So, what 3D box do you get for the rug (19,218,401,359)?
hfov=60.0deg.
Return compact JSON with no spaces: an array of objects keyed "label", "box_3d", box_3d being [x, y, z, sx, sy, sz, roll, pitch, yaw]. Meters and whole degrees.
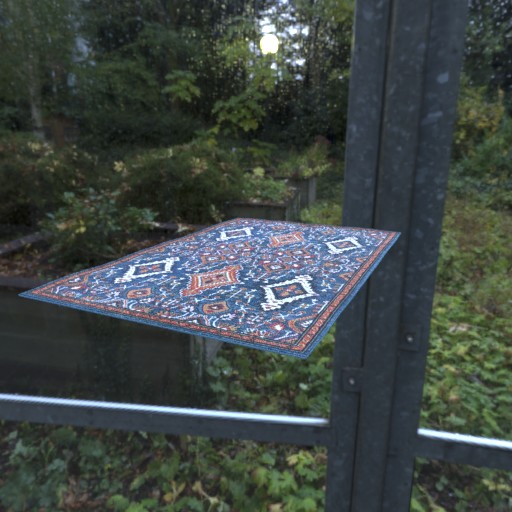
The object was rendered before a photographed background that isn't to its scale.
[{"label":"rug","box_3d":[0.000,0.000,2.280,1.195,0.014,1.847,7,17,25]}]
